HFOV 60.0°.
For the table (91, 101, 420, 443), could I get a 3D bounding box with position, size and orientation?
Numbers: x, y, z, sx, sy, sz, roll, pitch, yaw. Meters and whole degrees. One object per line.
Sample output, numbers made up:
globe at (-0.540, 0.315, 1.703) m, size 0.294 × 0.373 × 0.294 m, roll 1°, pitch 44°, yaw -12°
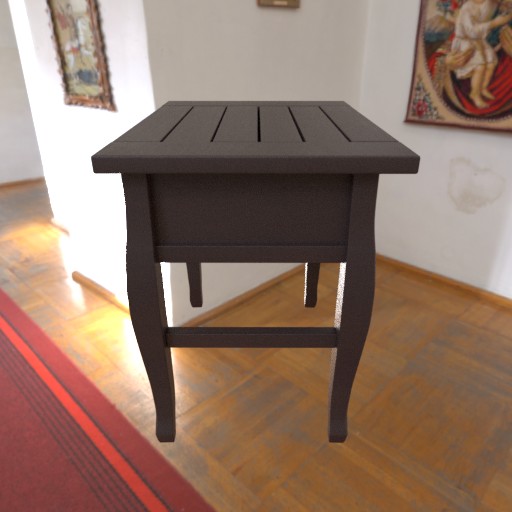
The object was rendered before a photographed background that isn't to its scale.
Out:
table at (0.000, 0.000, 1.018) m, size 0.460 × 0.605 × 0.602 m, roll 0°, pitch 26°, yaw 0°
